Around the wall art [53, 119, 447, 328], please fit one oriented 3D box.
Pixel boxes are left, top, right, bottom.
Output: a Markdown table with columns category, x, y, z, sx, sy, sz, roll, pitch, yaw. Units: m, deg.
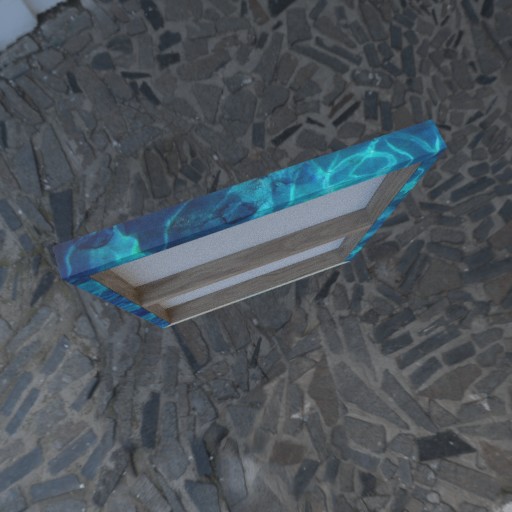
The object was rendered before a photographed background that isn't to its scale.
| category | x | y | z | sx | sy | sz | roll | pitch | yaw |
| --- | --- | --- | --- | --- | --- | --- | --- | --- | --- |
| wall art | 0.000 | 0.000 | 0.716 | 0.432 | 0.508 | 0.038 | -19 | 76 | -5 |
